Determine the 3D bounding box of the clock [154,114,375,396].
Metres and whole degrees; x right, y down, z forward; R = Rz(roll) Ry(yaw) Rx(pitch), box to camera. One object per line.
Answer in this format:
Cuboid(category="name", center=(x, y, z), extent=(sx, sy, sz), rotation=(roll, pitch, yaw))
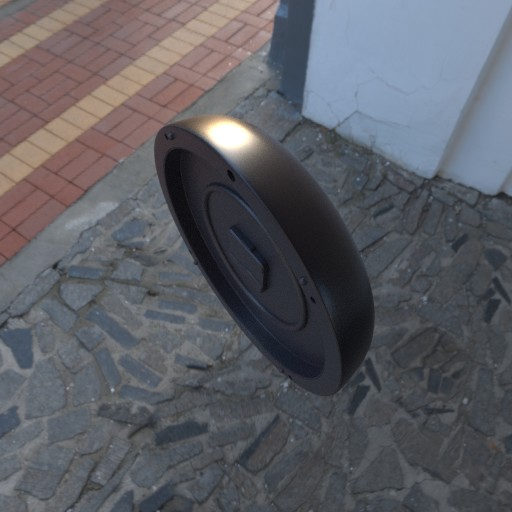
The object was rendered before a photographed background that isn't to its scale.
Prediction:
Cuboid(category="clock", center=(0.000, 0.000, 0.450), extent=(0.060, 0.300, 0.300), rotation=(-33, 63, -19))
